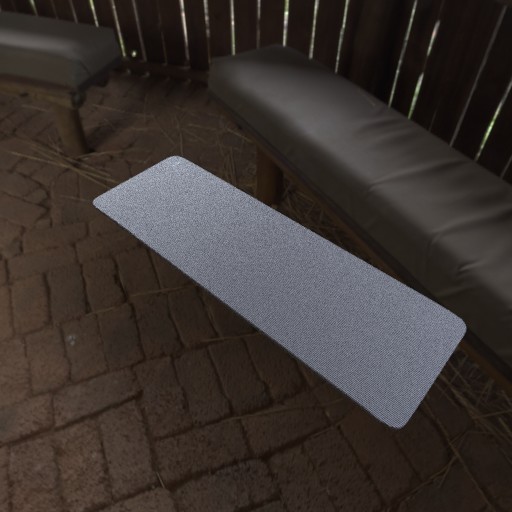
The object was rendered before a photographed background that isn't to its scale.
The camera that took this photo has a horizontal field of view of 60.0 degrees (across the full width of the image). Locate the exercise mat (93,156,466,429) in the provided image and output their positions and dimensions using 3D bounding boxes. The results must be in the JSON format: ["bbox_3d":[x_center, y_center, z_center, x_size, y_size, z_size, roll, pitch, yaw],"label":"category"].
[{"bbox_3d":[0.000,0.000,2.133,1.884,0.021,0.616,33,55,27],"label":"exercise mat"}]
